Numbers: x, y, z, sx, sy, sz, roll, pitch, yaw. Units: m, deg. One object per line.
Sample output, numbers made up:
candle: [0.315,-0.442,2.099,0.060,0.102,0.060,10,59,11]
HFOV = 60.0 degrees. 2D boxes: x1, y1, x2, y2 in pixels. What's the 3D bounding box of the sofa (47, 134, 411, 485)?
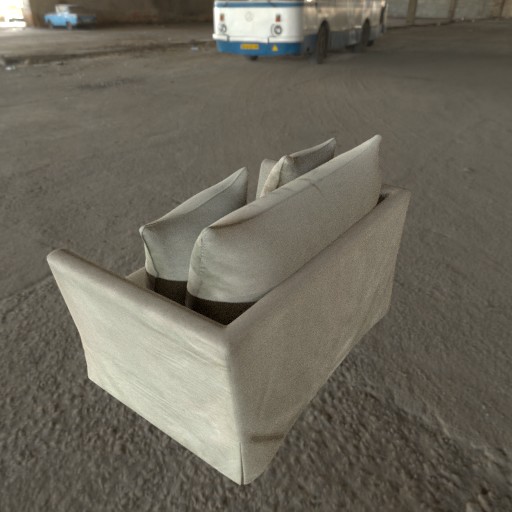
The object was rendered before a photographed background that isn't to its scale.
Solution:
sofa: [0.000,0.000,2.232,1.035,1.040,1.608,20,35,31]
